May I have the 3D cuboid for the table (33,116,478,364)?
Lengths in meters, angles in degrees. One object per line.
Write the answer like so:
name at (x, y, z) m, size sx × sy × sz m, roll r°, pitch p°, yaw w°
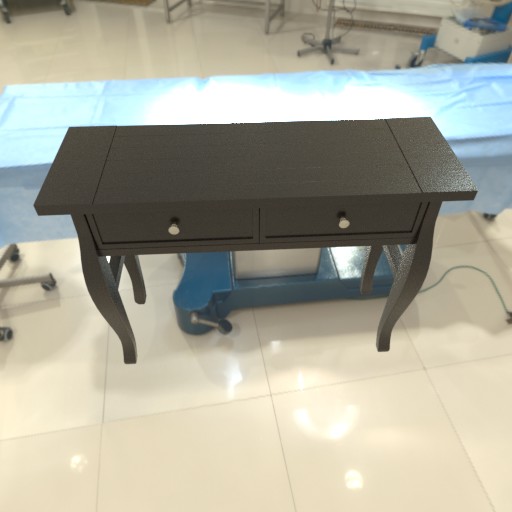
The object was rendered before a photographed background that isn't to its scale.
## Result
table at (0.000, 0.000, 1.454) m, size 1.062 × 0.768 × 0.373 m, roll -2°, pitch 46°, yaw -2°
